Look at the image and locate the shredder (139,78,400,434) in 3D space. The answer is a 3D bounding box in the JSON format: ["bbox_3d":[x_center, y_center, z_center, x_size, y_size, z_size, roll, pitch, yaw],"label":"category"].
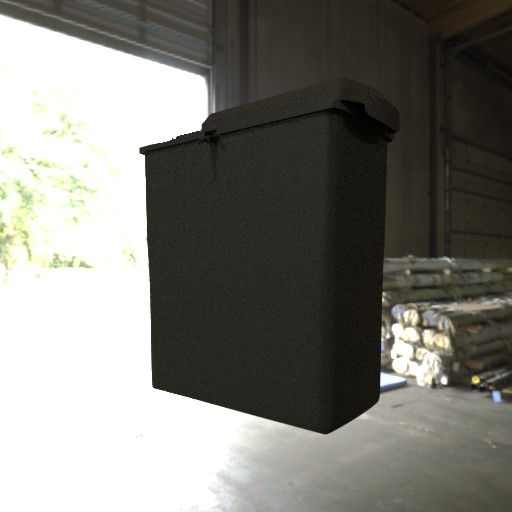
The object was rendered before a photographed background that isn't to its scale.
[{"bbox_3d":[0.000,0.000,0.525,0.320,0.335,0.170,-1,-1,38],"label":"shredder"}]
